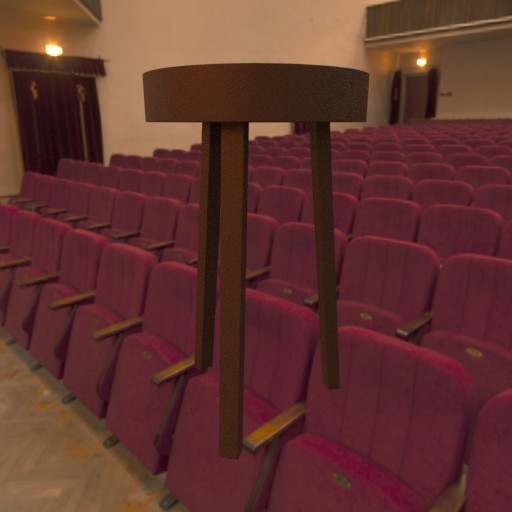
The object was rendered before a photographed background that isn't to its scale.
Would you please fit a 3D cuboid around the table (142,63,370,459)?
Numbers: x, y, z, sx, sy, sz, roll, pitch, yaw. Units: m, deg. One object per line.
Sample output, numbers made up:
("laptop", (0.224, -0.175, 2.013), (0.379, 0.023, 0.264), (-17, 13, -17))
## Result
("table", (0.000, 0.000, 0.914), (0.406, 0.686, 0.406), (-16, 23, -42))
